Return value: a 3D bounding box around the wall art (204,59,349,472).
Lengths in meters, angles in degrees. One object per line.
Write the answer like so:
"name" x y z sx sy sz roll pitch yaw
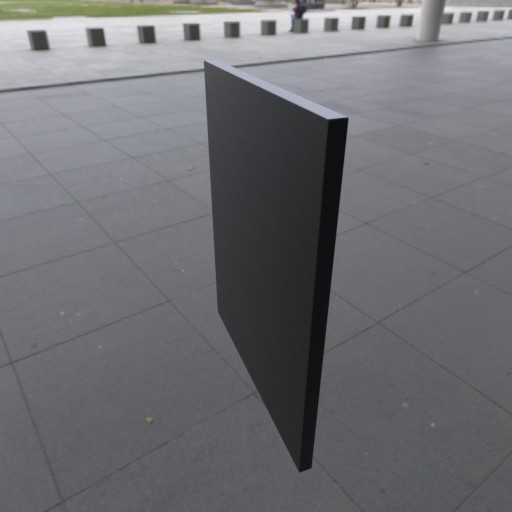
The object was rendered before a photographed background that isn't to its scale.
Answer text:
"wall art" 0.000 0.000 1.598 0.053 1.194 0.950 -11 33 -18
